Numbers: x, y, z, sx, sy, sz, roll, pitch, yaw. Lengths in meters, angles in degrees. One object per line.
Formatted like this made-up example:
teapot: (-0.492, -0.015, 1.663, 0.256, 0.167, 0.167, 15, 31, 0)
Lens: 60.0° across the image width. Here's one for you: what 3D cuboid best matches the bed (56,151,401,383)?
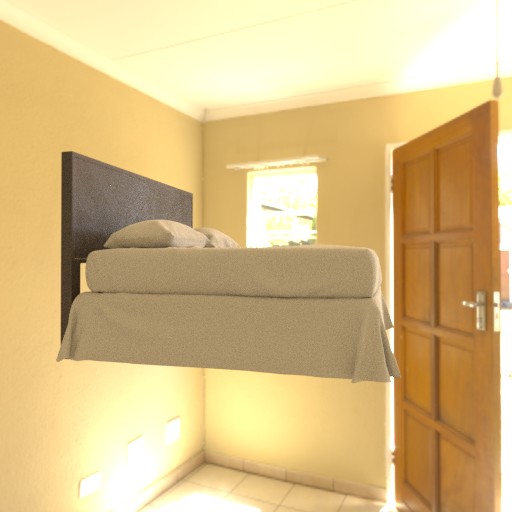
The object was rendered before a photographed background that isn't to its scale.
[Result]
bed: (0.000, 0.000, 2.958, 1.785, 1.142, 1.772, 0, -1, 16)
